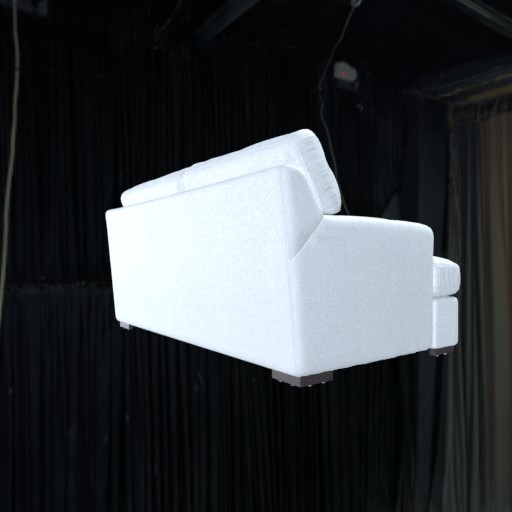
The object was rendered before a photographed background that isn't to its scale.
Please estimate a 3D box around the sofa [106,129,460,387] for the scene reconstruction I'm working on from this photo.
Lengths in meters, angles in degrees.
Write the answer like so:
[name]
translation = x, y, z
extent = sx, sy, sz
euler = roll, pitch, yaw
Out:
[sofa]
translation = 0.000, 0.000, 2.531
extent = 1.143, 0.940, 1.880
euler = 0, -1, -37
